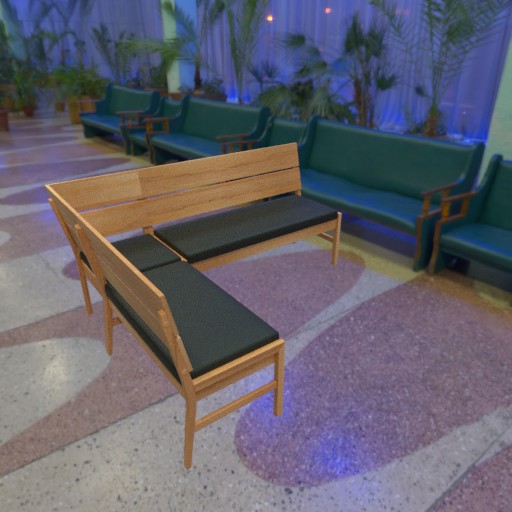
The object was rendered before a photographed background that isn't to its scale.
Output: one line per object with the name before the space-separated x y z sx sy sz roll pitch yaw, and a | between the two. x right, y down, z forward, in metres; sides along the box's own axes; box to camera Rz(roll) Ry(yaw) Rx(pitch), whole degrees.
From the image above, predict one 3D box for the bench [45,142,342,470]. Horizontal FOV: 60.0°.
bench | 0.000 0.000 2.763 1.948 0.890 1.548 -18 32 -32
